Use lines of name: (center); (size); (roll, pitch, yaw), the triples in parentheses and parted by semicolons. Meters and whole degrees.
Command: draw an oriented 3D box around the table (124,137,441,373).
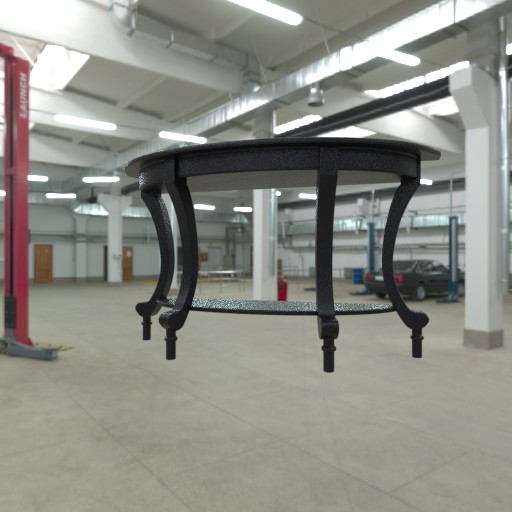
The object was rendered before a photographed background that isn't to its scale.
table: (0.000, 0.000, 1.515); (1.198, 0.692, 0.394); (0, 0, 18)
